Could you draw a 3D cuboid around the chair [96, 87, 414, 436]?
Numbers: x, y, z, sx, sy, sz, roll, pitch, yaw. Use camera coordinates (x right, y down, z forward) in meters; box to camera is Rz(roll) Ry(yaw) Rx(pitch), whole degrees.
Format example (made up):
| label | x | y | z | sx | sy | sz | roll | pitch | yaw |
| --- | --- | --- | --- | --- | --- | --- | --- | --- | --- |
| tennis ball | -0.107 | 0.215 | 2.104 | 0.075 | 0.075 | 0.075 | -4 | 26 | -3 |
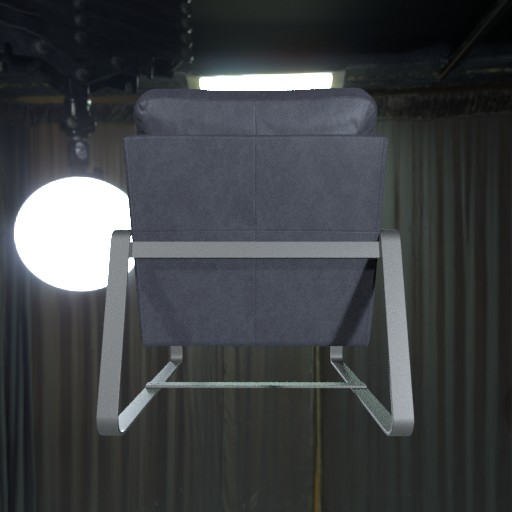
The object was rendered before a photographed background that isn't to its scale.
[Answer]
| label | x | y | z | sx | sy | sz | roll | pitch | yaw |
| --- | --- | --- | --- | --- | --- | --- | --- | --- | --- |
| chair | 0.000 | 0.000 | 1.411 | 0.692 | 0.839 | 0.878 | 0 | -2 | 0 |
